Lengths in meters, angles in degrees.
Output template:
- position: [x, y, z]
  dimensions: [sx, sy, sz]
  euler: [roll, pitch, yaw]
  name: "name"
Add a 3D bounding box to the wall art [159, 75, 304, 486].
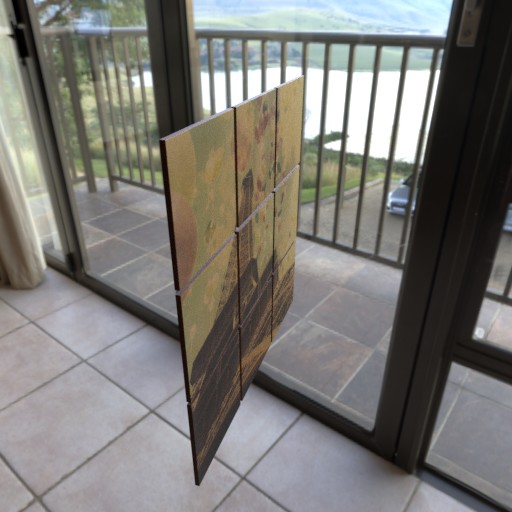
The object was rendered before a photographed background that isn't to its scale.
- position: [0.000, 0.000, 1.820]
  dimensions: [0.017, 1.246, 1.256]
  euler: [10, 30, 17]
  name: "wall art"
